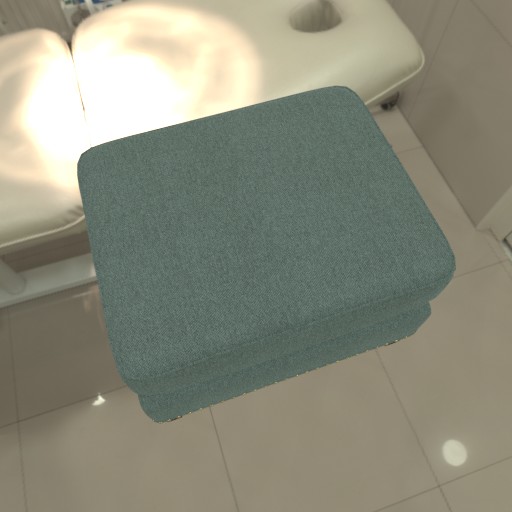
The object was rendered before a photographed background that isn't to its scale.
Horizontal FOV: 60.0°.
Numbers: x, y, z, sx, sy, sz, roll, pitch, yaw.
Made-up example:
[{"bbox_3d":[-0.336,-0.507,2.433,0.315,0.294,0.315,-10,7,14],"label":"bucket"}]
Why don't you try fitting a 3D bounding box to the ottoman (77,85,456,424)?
[{"bbox_3d":[0.000,0.000,1.137,0.738,0.537,0.589,-17,65,-8],"label":"ottoman"}]
